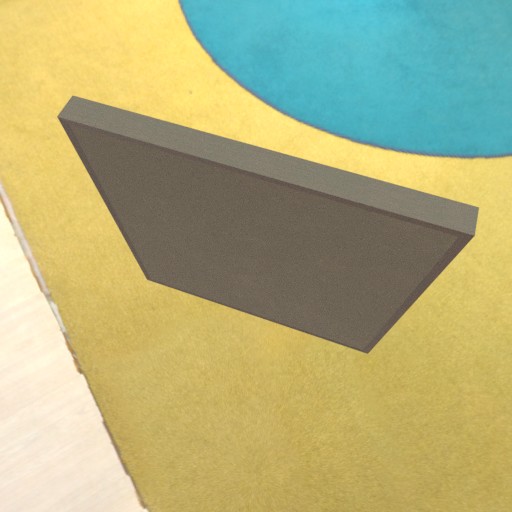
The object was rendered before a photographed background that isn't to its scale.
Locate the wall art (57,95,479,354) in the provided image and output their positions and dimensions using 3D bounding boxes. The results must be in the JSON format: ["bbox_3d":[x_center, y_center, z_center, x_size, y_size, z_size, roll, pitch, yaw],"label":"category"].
[{"bbox_3d":[0.000,0.000,0.745,0.508,0.506,0.038,17,65,9],"label":"wall art"}]
